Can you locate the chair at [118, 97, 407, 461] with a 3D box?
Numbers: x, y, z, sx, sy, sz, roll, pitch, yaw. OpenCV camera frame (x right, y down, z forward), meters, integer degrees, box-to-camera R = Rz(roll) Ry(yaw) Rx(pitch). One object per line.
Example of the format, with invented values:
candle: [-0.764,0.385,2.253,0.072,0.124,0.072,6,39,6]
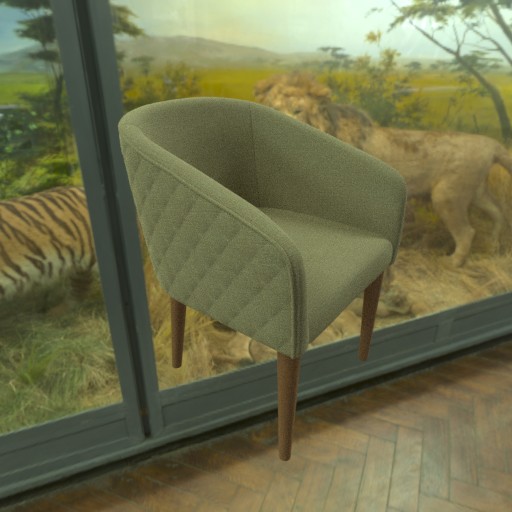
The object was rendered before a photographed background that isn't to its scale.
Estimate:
chair: [0.000,0.000,1.222,0.616,0.775,0.584,18,32,32]
